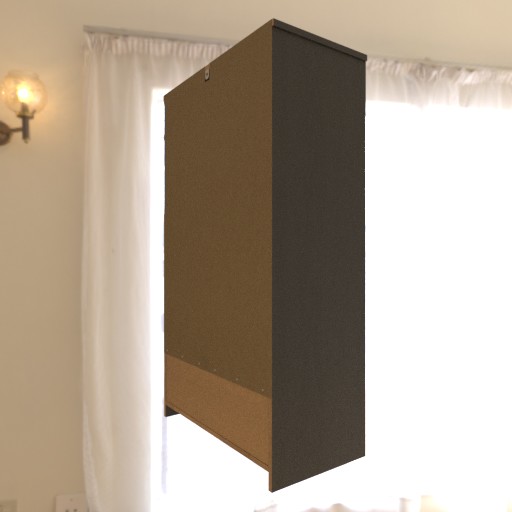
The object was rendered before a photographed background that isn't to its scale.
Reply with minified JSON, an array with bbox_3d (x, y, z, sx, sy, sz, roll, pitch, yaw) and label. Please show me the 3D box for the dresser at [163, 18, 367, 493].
[{"bbox_3d":[0.000,0.000,1.568,0.399,1.255,0.704,0,0,-36],"label":"dresser"}]
